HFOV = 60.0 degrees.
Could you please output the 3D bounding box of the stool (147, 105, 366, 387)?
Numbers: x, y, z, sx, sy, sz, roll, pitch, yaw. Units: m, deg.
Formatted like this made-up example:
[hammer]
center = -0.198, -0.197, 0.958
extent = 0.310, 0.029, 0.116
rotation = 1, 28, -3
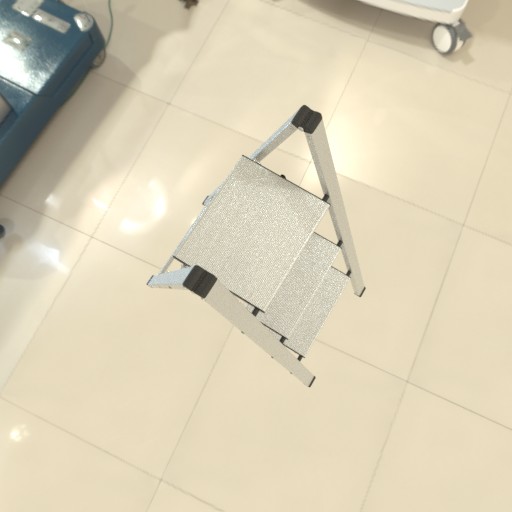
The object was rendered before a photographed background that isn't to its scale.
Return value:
[stool]
center = 0.000, 0.000, 1.276
extent = 0.730, 0.902, 0.441
rotation = 31, 77, 8
